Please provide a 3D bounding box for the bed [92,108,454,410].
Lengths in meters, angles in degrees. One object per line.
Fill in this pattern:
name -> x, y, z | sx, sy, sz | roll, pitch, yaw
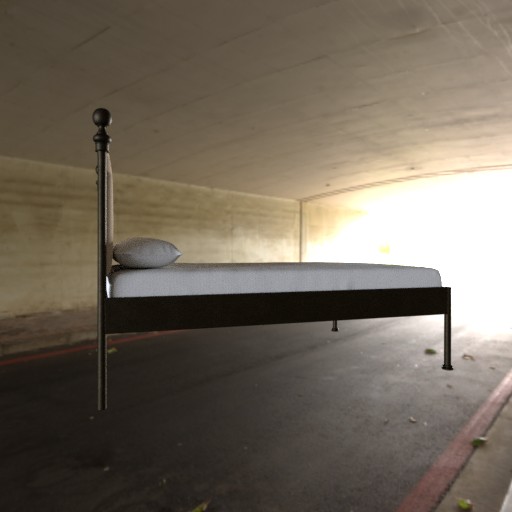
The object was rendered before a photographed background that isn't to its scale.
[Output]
bed -> 0.000, 0.000, 3.172 | 2.170, 1.462, 1.533 | 0, 1, -19
